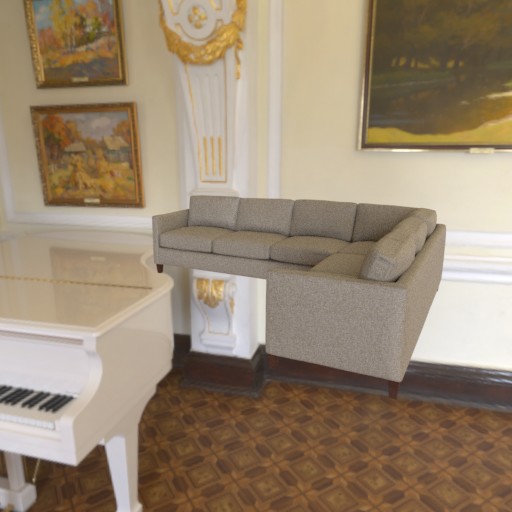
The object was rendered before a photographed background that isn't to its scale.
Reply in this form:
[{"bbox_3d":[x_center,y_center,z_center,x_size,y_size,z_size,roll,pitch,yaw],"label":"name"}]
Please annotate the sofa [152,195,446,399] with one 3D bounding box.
[{"bbox_3d":[0.000,0.000,4.422,3.302,0.947,2.593,7,15,27],"label":"sofa"}]
